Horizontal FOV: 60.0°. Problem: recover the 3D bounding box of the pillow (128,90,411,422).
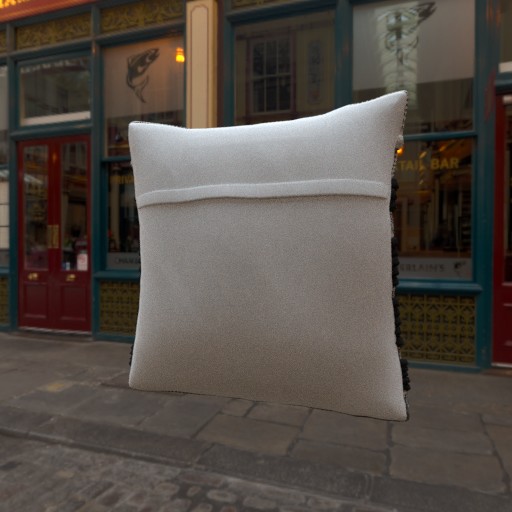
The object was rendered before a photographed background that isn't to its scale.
[{"bbox_3d":[0.000,0.000,0.660,0.436,0.438,0.156,0,0,19],"label":"pillow"}]
